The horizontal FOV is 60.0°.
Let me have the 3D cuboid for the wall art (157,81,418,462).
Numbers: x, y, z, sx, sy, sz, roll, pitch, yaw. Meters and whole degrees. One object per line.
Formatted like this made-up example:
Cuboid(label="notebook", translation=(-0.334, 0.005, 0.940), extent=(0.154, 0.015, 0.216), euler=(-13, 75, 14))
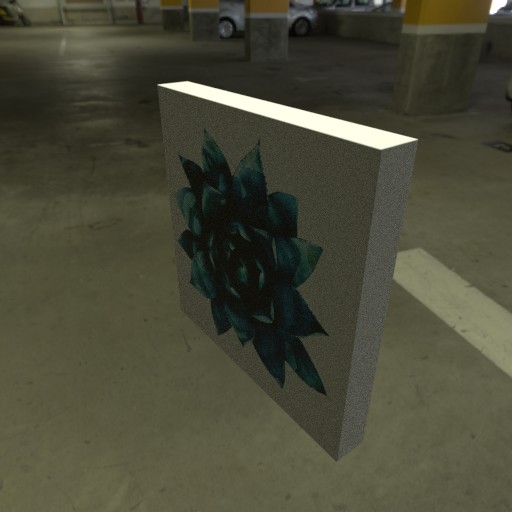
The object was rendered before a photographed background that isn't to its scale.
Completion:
Cuboid(label="wall art", translation=(0.000, 0.000, 0.464), extent=(0.038, 0.305, 0.305), euler=(-21, 36, -32))
